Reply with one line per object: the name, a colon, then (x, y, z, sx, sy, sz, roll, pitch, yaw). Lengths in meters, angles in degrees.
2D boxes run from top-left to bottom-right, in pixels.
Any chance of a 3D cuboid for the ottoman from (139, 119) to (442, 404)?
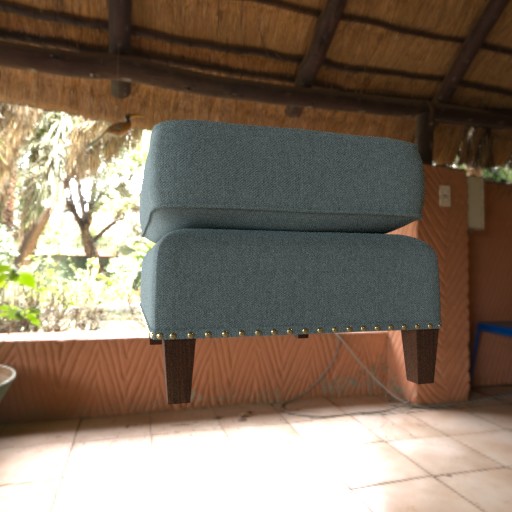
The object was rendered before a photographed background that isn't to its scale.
ottoman: (0.000, 0.000, 1.164, 0.589, 0.537, 0.738, 1, -2, -16)
